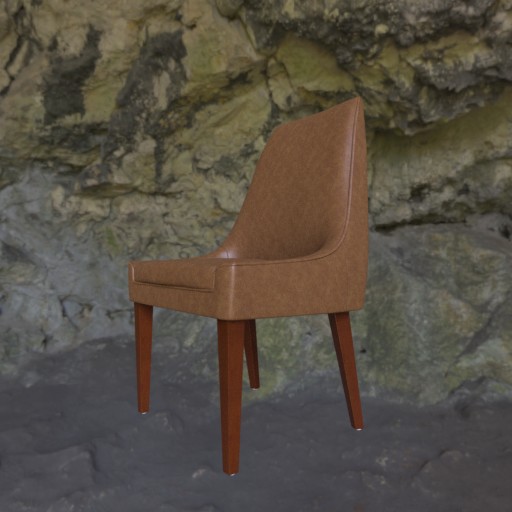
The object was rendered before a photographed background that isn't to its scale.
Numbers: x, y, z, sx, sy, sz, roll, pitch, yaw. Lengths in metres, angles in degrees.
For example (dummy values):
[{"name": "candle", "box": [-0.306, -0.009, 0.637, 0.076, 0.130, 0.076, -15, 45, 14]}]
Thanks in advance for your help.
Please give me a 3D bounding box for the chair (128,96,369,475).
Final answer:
[{"name": "chair", "box": [0.000, 0.000, 1.188, 0.544, 0.861, 0.529, 0, -1, -37]}]
